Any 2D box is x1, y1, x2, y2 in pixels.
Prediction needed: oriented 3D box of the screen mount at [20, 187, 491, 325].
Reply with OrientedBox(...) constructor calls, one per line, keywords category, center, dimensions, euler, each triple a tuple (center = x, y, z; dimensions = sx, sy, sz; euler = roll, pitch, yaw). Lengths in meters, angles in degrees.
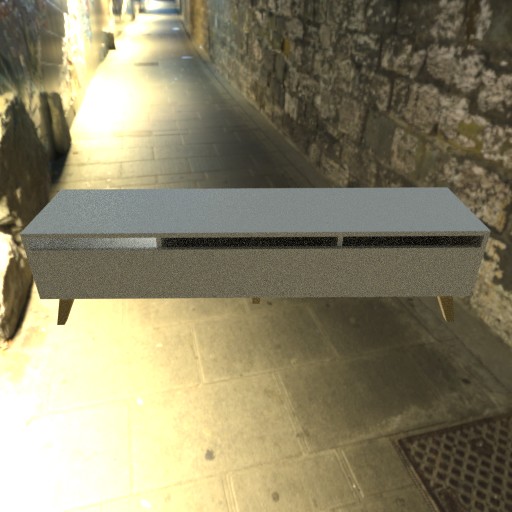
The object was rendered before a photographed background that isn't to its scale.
OrientedBox(category="screen mount", center=(0.000, 0.000, 1.828), dimensions=(1.644, 0.432, 0.399), euler=(0, 31, -1))
